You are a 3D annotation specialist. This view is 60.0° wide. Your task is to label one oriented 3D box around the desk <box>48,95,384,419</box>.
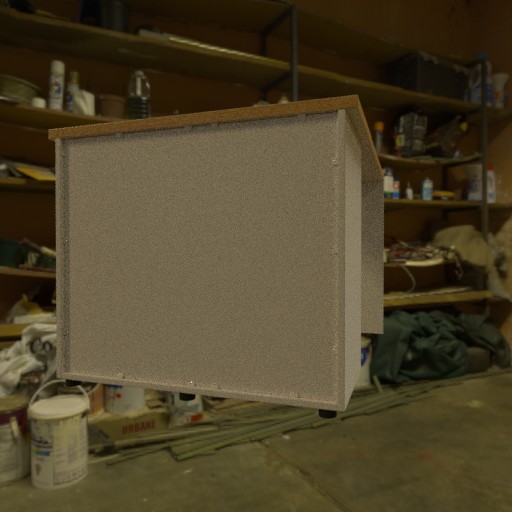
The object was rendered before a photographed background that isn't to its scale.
[{"bbox_3d":[0.000,0.000,1.725,0.900,0.760,1.170,0,1,19],"label":"desk"}]
